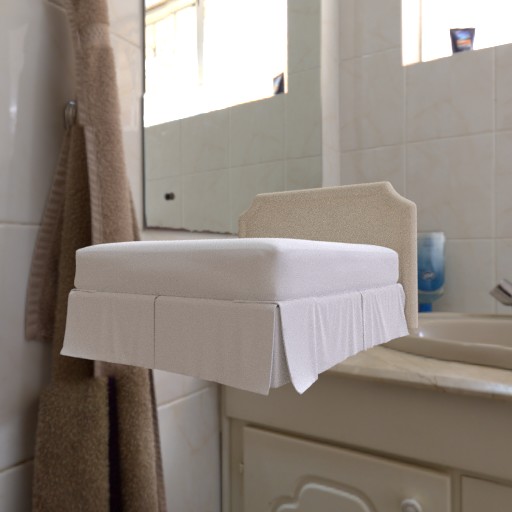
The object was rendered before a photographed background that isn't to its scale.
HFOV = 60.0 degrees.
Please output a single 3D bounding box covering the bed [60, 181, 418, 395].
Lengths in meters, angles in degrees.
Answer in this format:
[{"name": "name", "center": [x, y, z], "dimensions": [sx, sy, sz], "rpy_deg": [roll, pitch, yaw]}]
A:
[{"name": "bed", "center": [0.000, 0.000, 3.343], "dimensions": [1.827, 1.296, 2.209], "rpy_deg": [0, 0, 34]}]
